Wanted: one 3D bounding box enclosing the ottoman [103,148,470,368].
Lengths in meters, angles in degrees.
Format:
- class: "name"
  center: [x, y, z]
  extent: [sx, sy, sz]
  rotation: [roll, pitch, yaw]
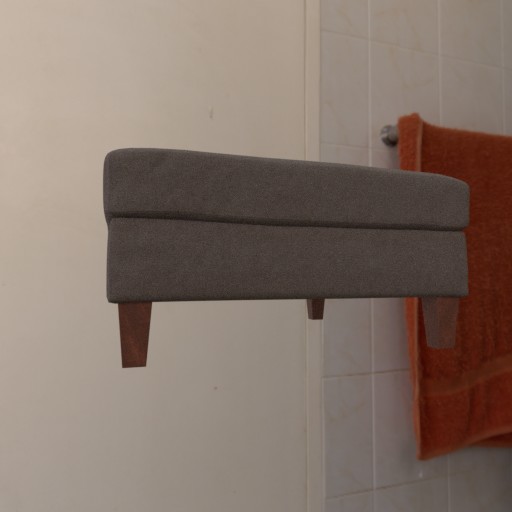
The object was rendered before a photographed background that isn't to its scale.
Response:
- class: "ottoman"
  center: [0.000, 0.000, 1.372]
  extent: [0.881, 0.482, 0.861]
  rotation: [1, -3, -17]
